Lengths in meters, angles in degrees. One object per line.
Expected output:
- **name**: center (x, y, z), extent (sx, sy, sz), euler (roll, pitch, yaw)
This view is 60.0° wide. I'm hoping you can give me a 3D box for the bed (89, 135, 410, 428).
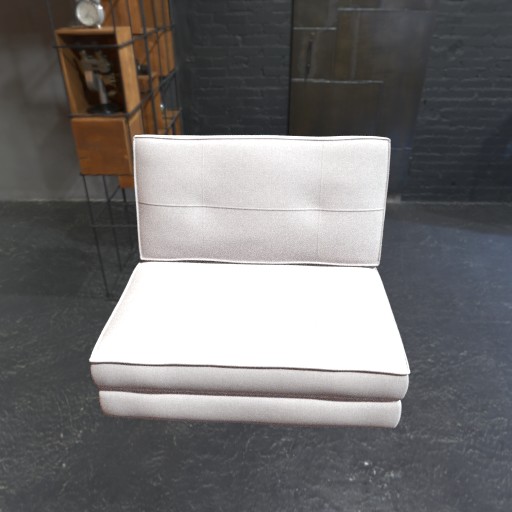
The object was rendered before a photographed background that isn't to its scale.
- **bed**: center (0.000, 0.000, 1.316), extent (0.799, 0.614, 0.749), euler (1, 31, 2)
